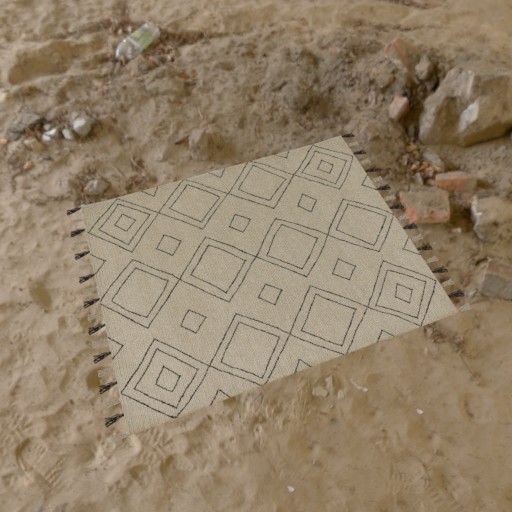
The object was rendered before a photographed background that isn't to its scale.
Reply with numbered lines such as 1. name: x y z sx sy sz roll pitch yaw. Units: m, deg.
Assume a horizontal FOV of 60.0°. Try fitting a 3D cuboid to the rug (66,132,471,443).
1. rug: 0.000 0.000 4.187 3.221 0.026 2.342 -18 60 -11
